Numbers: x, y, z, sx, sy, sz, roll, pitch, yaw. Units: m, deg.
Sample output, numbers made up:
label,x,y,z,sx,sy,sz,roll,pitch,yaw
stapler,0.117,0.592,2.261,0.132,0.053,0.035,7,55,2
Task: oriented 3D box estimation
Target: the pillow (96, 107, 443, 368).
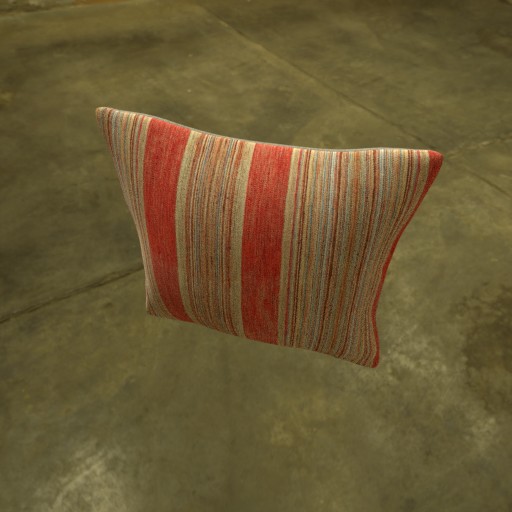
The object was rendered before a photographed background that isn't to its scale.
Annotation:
label,x,y,z,sx,sy,sz,roll,pitch,yaw
pillow,0.000,0.000,0.668,0.437,0.419,0.136,11,44,12
